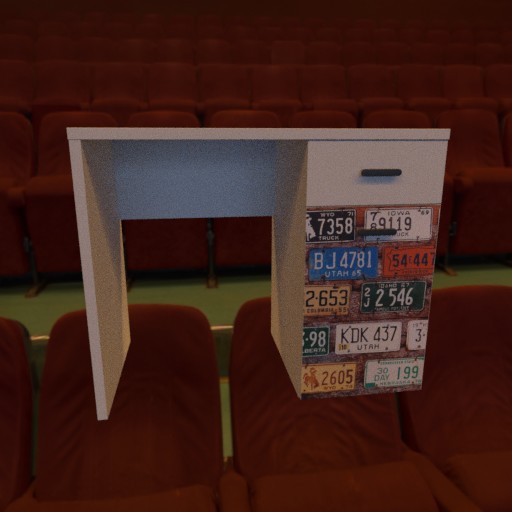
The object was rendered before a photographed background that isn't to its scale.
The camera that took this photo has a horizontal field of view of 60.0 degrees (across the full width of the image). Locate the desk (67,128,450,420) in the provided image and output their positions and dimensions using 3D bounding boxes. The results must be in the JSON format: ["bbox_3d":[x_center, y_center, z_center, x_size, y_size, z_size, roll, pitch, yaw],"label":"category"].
[{"bbox_3d":[0.000,0.000,1.336,0.898,0.730,0.482,-2,15,-8],"label":"desk"}]
